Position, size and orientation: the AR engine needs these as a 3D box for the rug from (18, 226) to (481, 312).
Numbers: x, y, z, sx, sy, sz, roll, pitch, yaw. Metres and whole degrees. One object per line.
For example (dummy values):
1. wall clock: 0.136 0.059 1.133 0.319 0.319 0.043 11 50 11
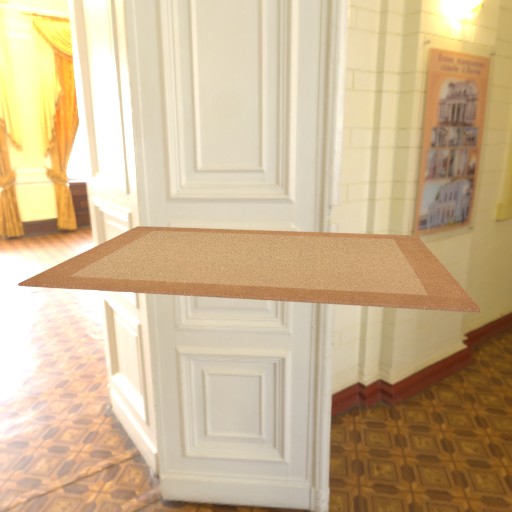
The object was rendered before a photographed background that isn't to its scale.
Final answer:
1. rug: 0.000 0.000 2.299 1.829 0.014 1.219 2 16 9
